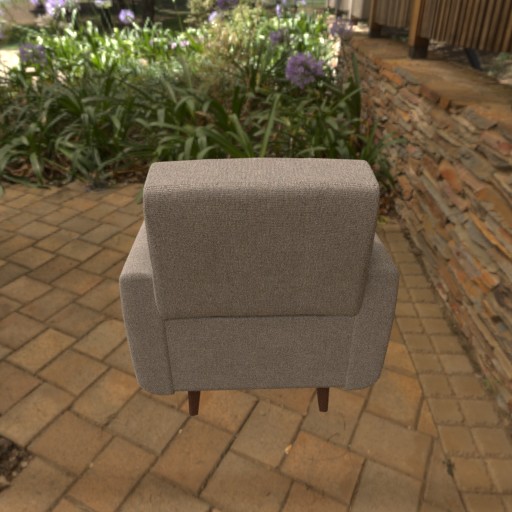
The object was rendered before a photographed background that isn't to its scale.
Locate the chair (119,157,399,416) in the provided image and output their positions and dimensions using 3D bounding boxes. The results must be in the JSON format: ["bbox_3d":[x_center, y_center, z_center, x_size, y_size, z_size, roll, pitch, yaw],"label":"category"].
[{"bbox_3d":[0.000,0.000,1.710,0.845,0.968,0.942,-1,30,-2],"label":"chair"}]
